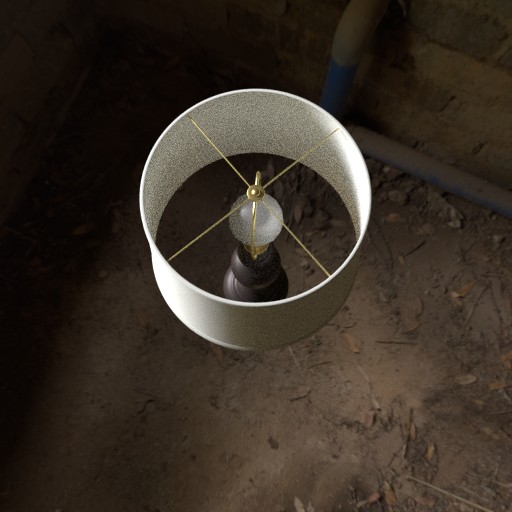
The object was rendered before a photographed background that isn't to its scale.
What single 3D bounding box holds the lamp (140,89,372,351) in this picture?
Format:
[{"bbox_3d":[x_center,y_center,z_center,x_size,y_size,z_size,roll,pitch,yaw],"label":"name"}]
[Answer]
[{"bbox_3d":[0.000,0.000,0.786,0.335,0.611,0.335,0,76,0],"label":"lamp"}]
